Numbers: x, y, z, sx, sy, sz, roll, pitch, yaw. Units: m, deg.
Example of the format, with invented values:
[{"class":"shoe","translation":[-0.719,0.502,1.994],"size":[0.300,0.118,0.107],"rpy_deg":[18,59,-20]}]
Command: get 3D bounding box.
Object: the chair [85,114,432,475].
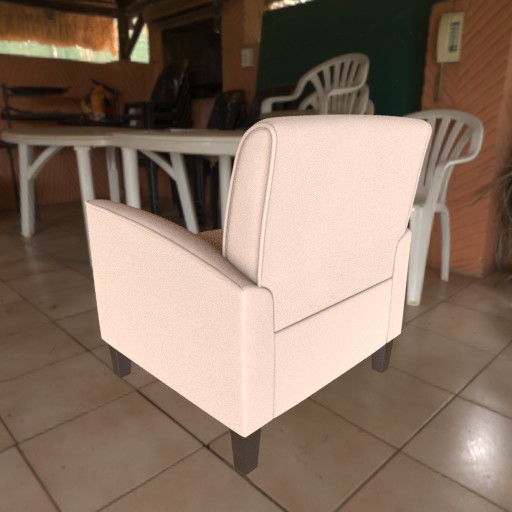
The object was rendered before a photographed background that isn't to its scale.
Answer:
[{"class":"chair","translation":[0.000,0.000,1.519],"size":[0.820,0.915,0.820],"rpy_deg":[16,23,42]}]
